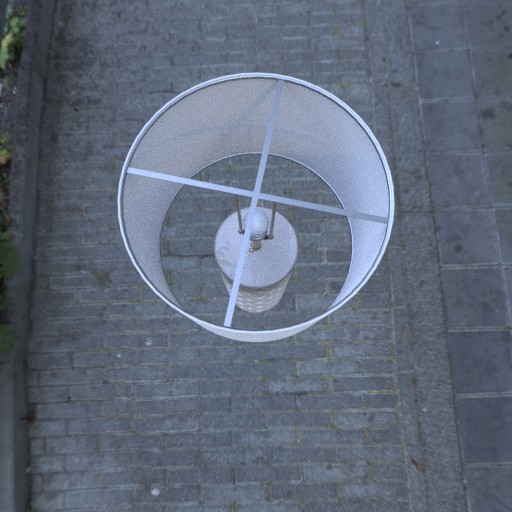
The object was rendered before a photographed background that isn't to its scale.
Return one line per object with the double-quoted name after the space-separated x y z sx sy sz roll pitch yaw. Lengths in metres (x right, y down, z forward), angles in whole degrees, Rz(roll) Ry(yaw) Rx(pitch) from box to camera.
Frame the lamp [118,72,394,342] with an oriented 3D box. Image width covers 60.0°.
0.000 0.000 0.831 0.325 0.636 0.324 11 77 3 "lamp"
